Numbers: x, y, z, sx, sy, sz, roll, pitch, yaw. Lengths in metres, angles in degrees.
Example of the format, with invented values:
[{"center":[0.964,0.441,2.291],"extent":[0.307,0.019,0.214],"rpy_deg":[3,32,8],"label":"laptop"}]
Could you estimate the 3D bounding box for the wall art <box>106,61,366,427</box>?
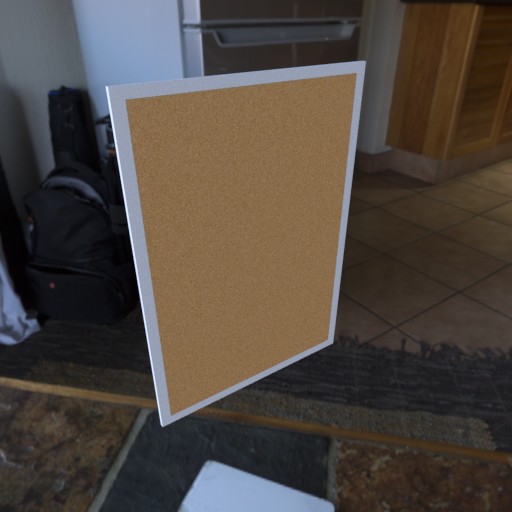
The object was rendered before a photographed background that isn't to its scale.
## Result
[{"center":[0.000,0.000,1.213],"extent":[0.659,0.940,0.013],"rpy_deg":[-18,35,-28],"label":"wall art"}]
